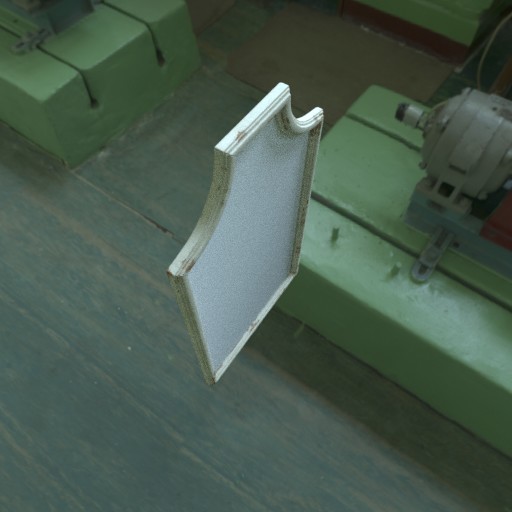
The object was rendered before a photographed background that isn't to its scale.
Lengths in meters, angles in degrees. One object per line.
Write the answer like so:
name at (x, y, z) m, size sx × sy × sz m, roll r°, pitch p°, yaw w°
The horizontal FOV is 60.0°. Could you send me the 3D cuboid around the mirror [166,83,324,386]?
mirror at (0.000, 0.000, 0.888) m, size 0.022 × 0.717 × 0.403 m, roll 31°, pitch 64°, yaw 17°
